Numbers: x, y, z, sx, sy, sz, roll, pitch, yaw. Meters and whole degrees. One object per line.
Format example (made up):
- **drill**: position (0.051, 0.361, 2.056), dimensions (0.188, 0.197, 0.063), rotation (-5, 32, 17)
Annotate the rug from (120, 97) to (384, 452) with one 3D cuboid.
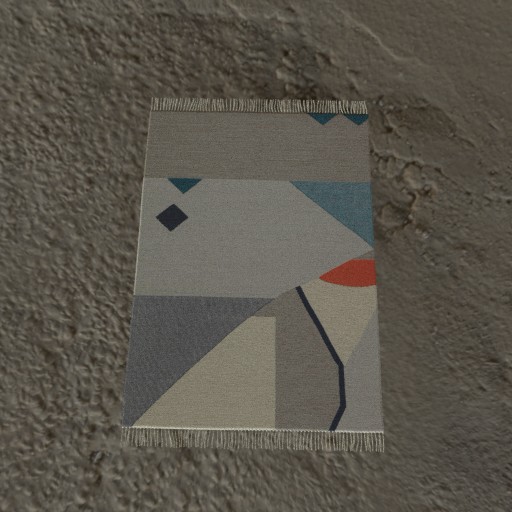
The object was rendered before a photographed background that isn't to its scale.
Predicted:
- **rug**: position (0.000, 0.000, 2.258), dimensions (1.220, 0.005, 1.828), rotation (1, 75, 0)
